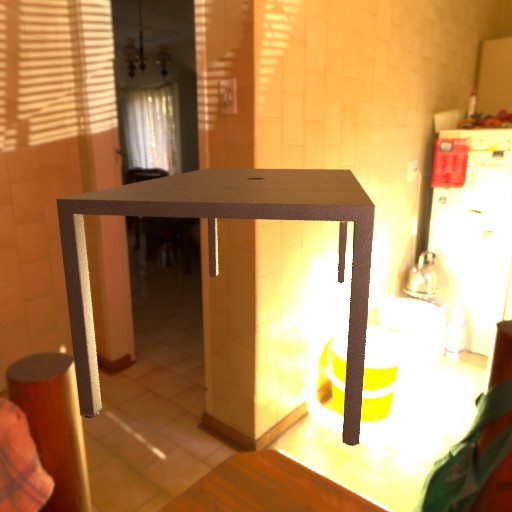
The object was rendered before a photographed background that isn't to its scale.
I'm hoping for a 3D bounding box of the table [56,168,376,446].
[{"bbox_3d":[0.000,0.000,2.122,0.914,0.735,1.680,2,14,9],"label":"table"}]
